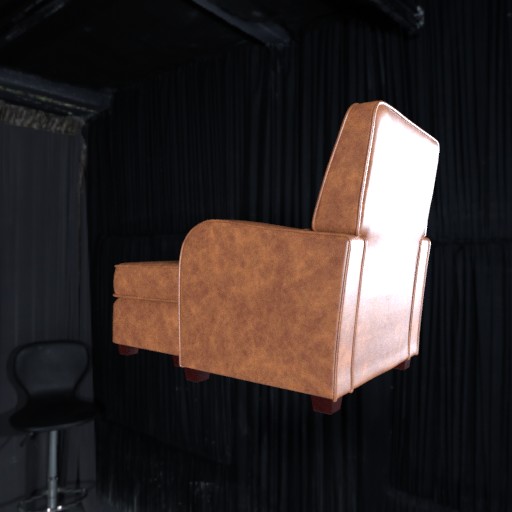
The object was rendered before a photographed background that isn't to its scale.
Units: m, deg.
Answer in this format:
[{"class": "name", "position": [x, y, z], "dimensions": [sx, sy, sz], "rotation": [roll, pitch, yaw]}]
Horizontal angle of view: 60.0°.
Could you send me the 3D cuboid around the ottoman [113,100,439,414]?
[{"class": "ottoman", "position": [0.000, 0.000, 1.846], "dimensions": [1.314, 0.904, 0.732], "rotation": [0, 0, 37]}]
